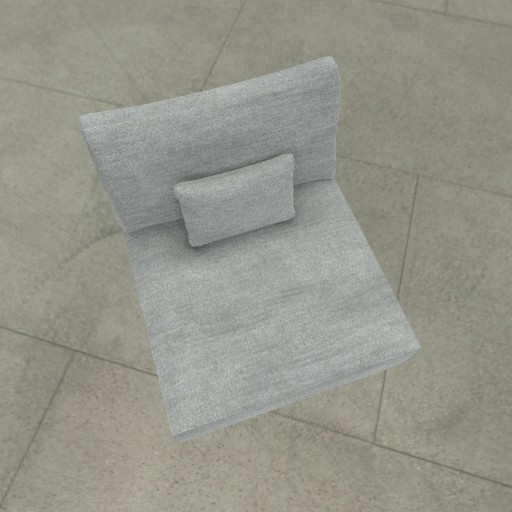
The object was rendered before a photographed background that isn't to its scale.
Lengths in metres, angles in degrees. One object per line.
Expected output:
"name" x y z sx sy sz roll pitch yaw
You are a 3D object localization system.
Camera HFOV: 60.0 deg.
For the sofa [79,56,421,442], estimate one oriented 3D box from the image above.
"sofa" 0.000 0.000 1.654 0.930 0.820 1.000 -17 65 -8
